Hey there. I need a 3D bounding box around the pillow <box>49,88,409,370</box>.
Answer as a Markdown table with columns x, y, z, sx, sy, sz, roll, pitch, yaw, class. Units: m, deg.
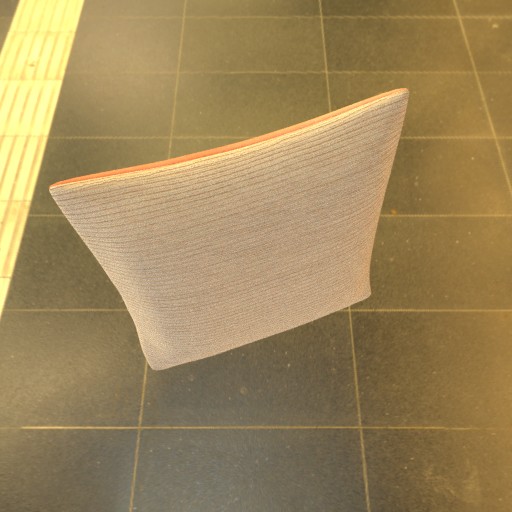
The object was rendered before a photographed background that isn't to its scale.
| x | y | z | sx | sy | sz | roll | pitch | yaw | class |
| --- | --- | --- | --- | --- | --- | --- | --- | --- | --- |
| 0.000 | 0.000 | 0.650 | 0.424 | 0.401 | 0.177 | -18 | 65 | -8 | pillow |
